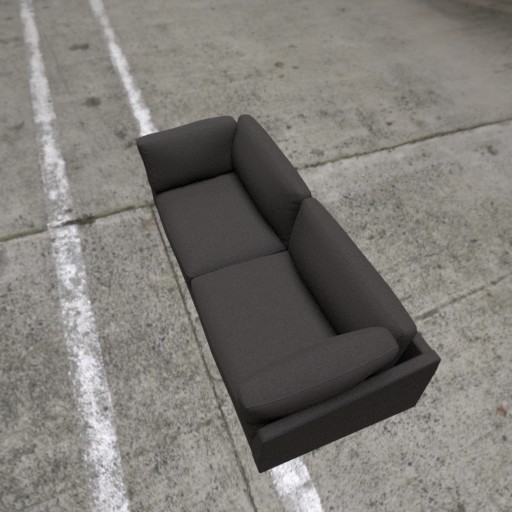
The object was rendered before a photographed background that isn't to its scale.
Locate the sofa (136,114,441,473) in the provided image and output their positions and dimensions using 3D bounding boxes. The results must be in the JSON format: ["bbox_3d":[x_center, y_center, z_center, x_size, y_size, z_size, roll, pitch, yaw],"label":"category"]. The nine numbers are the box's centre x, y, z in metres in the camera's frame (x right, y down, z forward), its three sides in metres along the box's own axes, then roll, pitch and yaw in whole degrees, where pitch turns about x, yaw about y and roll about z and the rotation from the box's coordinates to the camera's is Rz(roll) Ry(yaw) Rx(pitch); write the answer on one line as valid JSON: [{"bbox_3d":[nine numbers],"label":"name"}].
[{"bbox_3d":[0.000,0.000,2.802,0.969,0.792,2.312,-16,49,-15],"label":"sofa"}]
